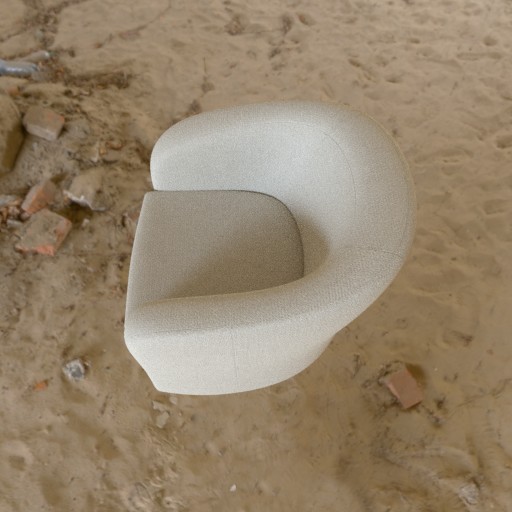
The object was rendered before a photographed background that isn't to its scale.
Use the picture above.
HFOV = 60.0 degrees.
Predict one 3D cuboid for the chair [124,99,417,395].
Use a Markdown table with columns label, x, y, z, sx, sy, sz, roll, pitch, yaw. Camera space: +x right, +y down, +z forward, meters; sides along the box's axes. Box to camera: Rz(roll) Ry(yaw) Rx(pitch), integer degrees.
| label | x | y | z | sx | sy | sz | roll | pitch | yaw |
| --- | --- | --- | --- | --- | --- | --- | --- | --- | --- |
| chair | 0.000 | 0.000 | 1.451 | 0.815 | 0.771 | 0.791 | -1 | 57 | -1 |
